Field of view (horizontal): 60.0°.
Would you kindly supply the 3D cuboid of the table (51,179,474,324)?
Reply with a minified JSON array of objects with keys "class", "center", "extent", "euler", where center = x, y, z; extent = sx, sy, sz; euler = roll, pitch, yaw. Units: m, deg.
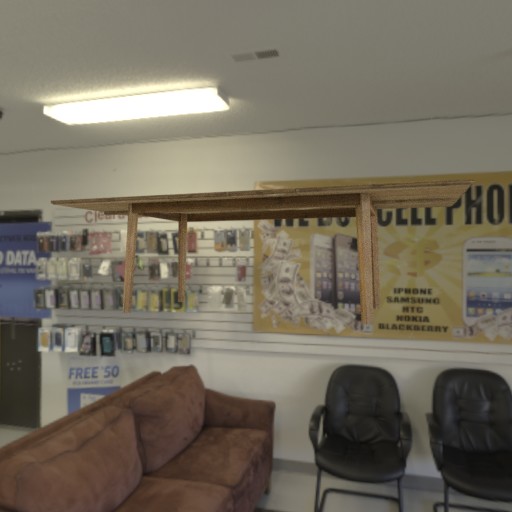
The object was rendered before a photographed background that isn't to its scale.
[{"class":"table","center":[0.000,0.000,3.068],"extent":[2.603,0.752,1.000],"euler":[0,0,19]}]
